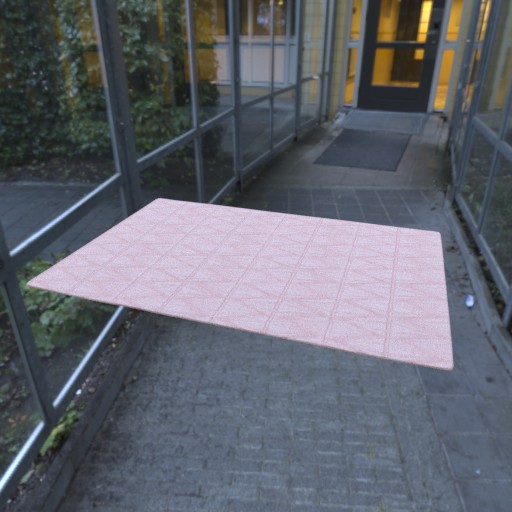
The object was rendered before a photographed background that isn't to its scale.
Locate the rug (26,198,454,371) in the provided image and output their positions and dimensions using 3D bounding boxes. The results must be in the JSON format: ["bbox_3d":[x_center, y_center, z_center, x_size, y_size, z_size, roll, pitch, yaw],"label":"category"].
[{"bbox_3d":[0.000,0.000,2.979,2.390,0.015,1.609,9,28,16],"label":"rug"}]
